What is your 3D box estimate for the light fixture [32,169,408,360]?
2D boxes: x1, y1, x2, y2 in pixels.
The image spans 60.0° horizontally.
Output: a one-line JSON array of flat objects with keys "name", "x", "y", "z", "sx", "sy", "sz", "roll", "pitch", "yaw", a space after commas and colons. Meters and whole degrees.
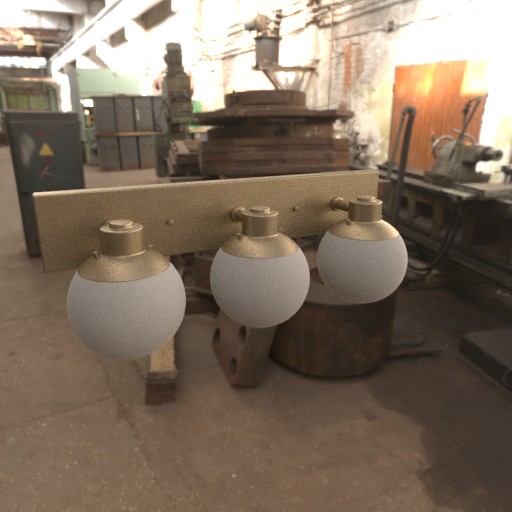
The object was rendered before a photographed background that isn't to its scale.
[{"name": "light fixture", "x": 0.000, "y": 0.000, "z": 0.837, "sx": 0.721, "sy": 0.263, "sz": 0.218, "roll": -9, "pitch": 20, "yaw": -26}]
